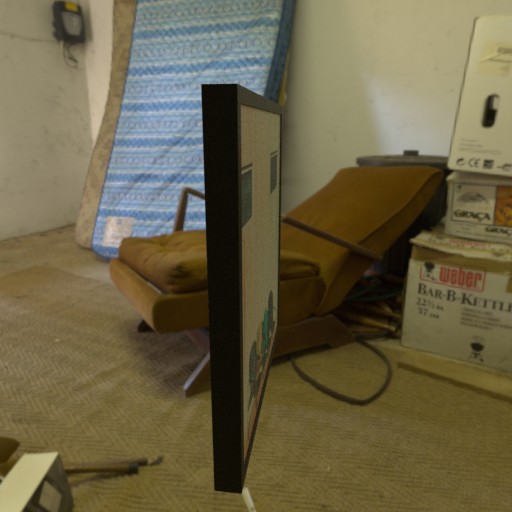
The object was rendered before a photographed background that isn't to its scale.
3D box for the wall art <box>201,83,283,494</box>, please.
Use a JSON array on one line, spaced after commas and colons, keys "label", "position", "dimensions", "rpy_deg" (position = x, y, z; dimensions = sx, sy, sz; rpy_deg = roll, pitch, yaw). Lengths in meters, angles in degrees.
[{"label": "wall art", "position": [0.000, 0.000, 0.756], "dimensions": [0.037, 0.506, 0.506], "rpy_deg": [2, 16, 8]}]
